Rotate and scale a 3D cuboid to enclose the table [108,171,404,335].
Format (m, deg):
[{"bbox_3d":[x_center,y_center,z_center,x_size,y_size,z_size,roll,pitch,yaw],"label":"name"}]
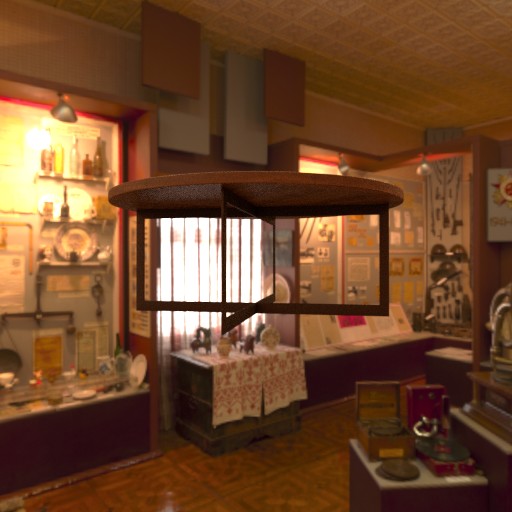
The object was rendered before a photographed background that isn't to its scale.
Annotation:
[{"bbox_3d":[0.000,0.000,1.995,1.264,0.516,1.264,0,0,0],"label":"table"}]
